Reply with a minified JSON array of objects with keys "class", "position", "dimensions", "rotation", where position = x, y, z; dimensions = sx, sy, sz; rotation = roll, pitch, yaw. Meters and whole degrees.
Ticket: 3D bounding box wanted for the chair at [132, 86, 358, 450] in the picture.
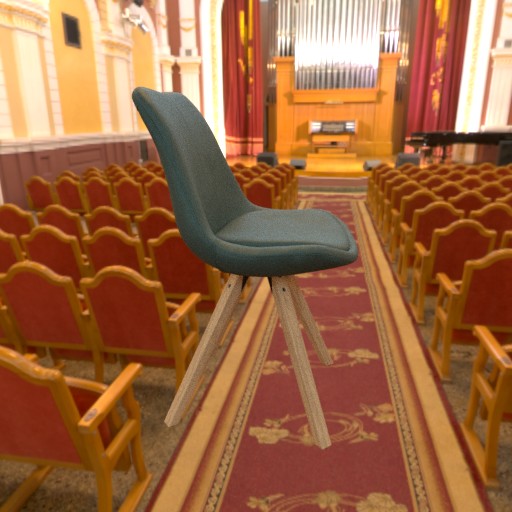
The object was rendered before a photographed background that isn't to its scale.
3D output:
[{"class":"chair","position":[0.000,0.000,1.222],"dimensions":[0.547,0.865,0.483],"rotation":[3,17,10]}]
